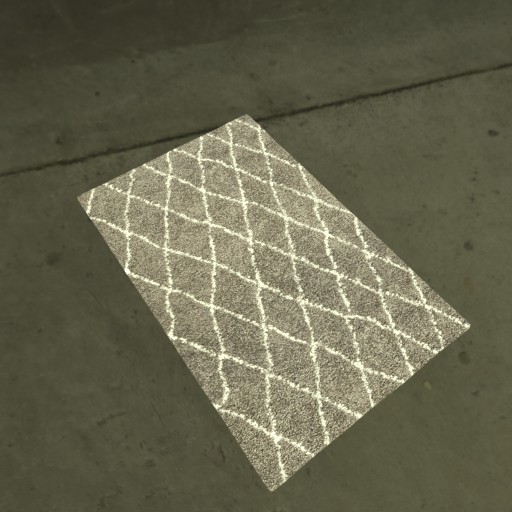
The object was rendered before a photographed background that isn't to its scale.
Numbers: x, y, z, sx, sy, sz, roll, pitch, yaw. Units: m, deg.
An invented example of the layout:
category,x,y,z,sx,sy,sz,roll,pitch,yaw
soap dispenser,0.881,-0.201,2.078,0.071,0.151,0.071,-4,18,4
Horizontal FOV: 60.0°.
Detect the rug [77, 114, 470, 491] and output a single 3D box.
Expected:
category,x,y,z,sx,sy,sz,roll,pitch,yaw
rug,0.000,0.000,3.449,1.778,0.030,2.743,-32,63,-18
